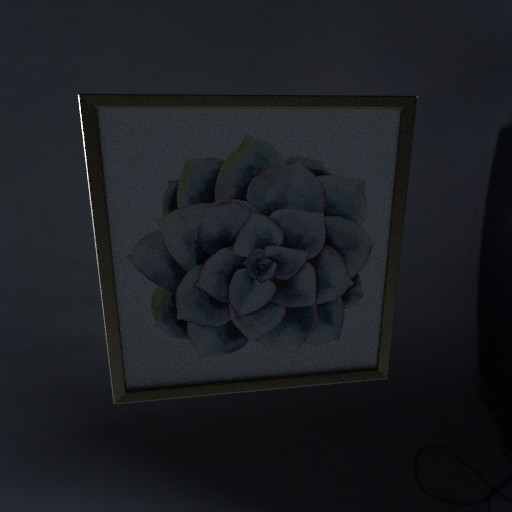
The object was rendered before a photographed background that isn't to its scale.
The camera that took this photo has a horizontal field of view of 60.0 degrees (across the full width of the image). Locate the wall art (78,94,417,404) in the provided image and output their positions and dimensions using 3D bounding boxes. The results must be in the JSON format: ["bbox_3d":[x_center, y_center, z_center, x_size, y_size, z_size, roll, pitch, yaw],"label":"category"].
[{"bbox_3d":[0.000,0.000,0.742,0.503,0.506,0.030,-3,18,-8],"label":"wall art"}]
